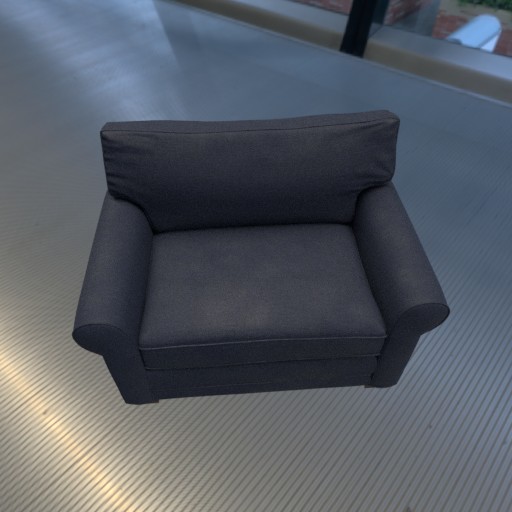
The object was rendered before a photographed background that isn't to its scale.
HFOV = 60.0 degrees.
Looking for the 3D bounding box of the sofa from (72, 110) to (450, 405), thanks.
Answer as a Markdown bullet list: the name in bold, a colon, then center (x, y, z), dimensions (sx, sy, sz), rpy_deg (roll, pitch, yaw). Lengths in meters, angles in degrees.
- **sofa**: center (0.000, 0.000, 2.009), dimensions (1.405, 1.004, 0.938), rpy_deg (-3, 47, -3)
